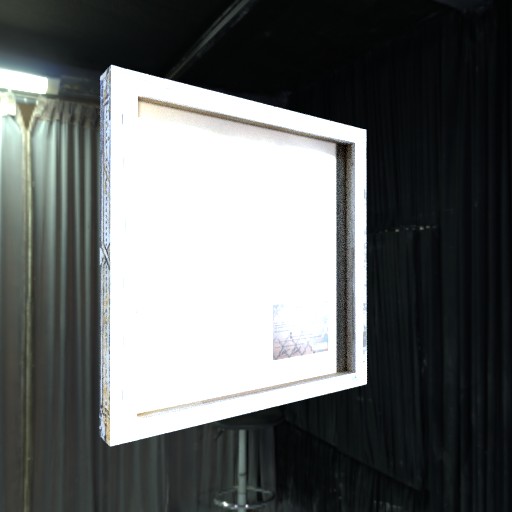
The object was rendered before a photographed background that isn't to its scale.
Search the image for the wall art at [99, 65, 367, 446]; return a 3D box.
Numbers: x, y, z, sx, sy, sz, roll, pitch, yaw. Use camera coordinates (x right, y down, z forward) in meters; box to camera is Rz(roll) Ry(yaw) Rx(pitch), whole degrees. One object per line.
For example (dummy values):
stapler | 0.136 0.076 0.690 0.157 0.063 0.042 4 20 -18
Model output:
wall art | 0.000 0.000 0.610 0.411 0.410 0.038 0 -1 -36
